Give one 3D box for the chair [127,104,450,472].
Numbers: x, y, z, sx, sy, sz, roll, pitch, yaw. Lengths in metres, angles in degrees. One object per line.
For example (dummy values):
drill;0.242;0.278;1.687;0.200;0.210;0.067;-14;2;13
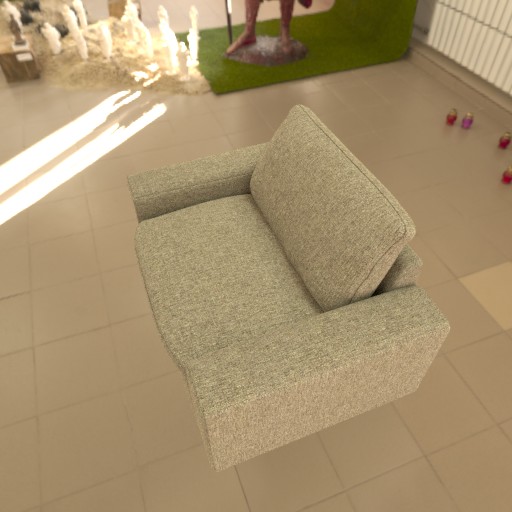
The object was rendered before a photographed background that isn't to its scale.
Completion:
chair;0.000;0.000;2.049;1.039;0.915;1.398;-16;49;-15
